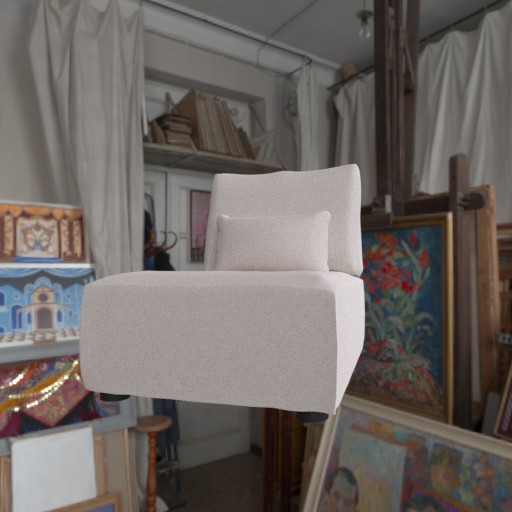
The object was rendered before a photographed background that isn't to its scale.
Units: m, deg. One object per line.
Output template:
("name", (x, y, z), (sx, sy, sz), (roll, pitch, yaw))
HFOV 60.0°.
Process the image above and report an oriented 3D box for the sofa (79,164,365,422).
("sofa", (0.000, 0.000, 1.590), (0.700, 0.820, 1.000), (-1, -2, 17))
